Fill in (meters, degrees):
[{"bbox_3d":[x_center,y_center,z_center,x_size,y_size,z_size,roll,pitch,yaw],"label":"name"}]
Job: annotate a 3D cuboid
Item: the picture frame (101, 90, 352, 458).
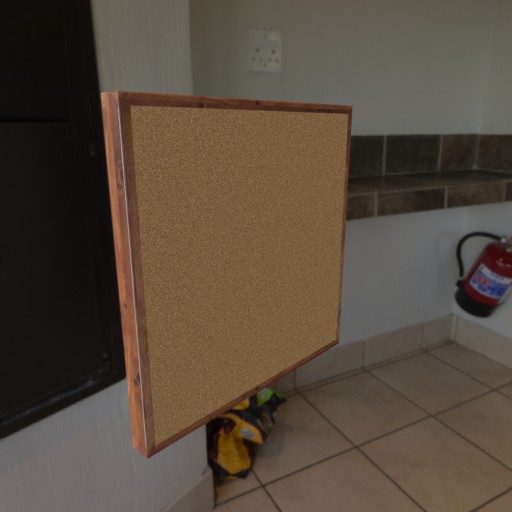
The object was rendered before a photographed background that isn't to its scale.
[{"bbox_3d":[0.000,0.000,0.537,0.028,0.356,0.352,15,22,41],"label":"picture frame"}]
